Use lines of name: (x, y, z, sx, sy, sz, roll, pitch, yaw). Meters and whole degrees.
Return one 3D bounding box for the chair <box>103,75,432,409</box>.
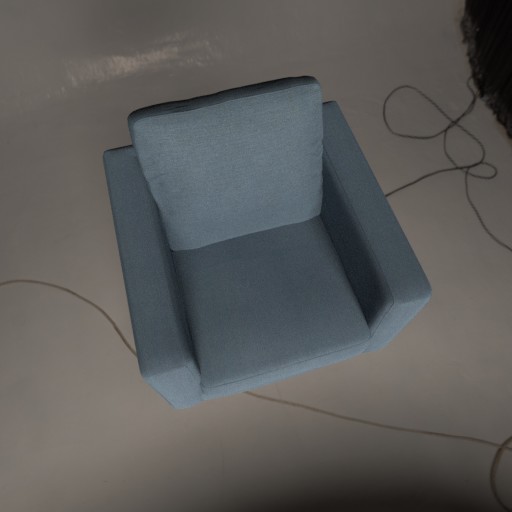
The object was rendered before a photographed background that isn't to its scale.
chair: (0.000, 0.000, 1.566, 0.855, 0.922, 0.820, -15, 64, -7)
